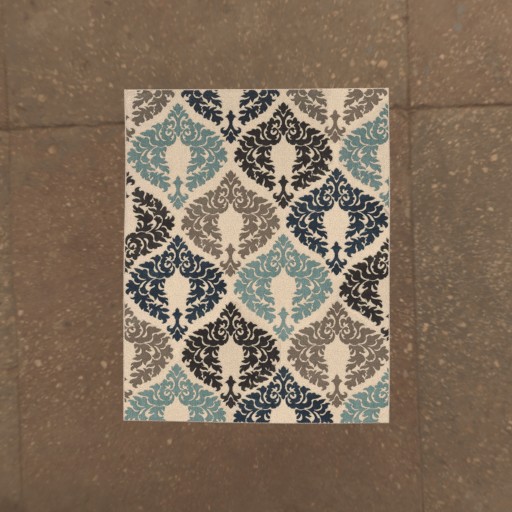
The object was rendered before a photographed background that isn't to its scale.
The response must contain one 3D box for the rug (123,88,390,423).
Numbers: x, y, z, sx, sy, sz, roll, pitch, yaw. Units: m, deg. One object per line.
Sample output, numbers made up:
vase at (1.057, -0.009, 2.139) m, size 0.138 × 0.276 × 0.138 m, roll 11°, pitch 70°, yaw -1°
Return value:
rug at (0.000, 0.000, 4.028) m, size 2.423 × 0.014 × 3.040 m, roll 0°, pitch 90°, yaw 1°
